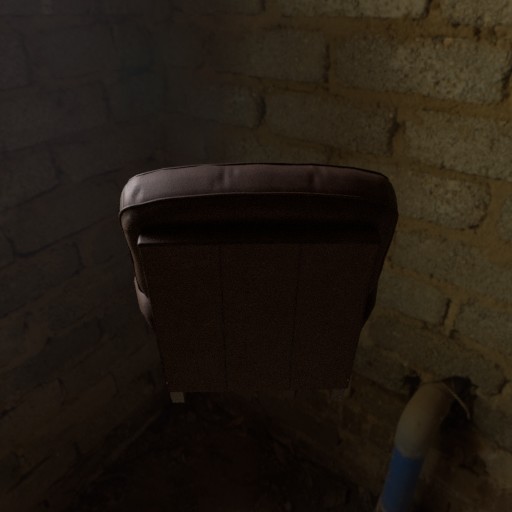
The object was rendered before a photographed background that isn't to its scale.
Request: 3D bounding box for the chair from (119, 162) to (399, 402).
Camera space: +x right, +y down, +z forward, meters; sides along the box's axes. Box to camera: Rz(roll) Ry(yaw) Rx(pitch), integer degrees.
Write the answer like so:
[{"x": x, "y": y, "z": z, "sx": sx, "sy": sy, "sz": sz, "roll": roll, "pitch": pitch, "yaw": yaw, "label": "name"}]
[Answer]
[{"x": 0.000, "y": 0.000, "z": 1.815, "sx": 0.936, "sy": 1.018, "sz": 0.986, "roll": -1, "pitch": 31, "yaw": -1, "label": "chair"}]
